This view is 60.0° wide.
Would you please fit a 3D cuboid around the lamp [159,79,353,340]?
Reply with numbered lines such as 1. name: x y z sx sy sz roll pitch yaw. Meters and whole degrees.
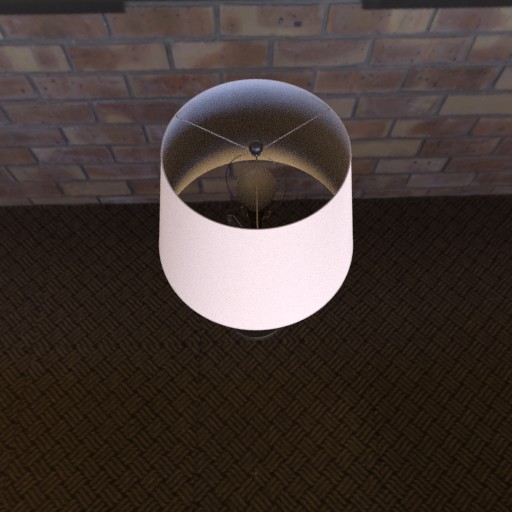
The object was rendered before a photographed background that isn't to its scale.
1. lamp: 0.000 0.000 0.910 0.363 0.696 0.363 0 64 0
